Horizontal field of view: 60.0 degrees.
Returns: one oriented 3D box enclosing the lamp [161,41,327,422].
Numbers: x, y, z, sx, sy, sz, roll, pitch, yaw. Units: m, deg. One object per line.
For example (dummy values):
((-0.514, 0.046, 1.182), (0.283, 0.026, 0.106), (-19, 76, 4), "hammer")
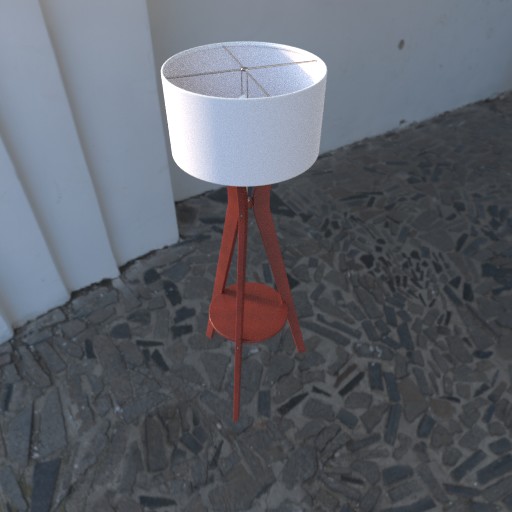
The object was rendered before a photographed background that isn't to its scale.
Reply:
((0.000, 0.000, 1.766), (0.542, 1.472, 0.539), (-13, 43, -14), "lamp")
